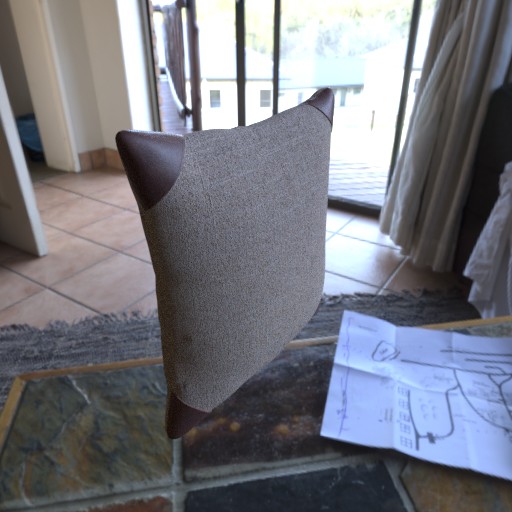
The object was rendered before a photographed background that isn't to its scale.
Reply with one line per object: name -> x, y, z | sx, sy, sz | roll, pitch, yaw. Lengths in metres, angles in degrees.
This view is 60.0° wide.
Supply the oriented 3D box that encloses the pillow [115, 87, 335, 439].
pillow -> 0.000, 0.000, 0.680 | 0.147, 0.448, 0.437 | 18, 33, 31
